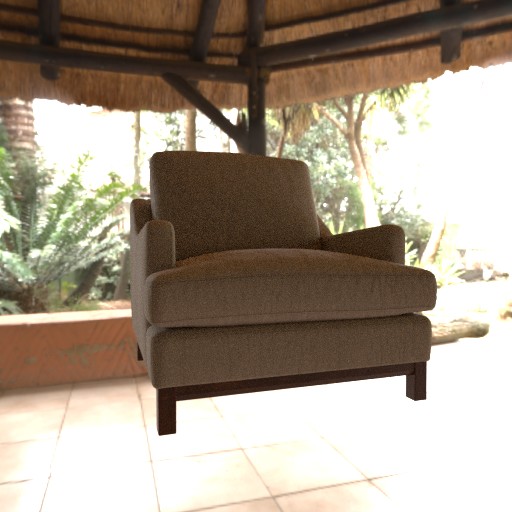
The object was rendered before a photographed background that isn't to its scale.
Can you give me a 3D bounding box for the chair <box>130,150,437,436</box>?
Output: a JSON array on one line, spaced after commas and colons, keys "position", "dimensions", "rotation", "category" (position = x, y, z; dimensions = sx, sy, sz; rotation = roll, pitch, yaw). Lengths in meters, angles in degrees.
[{"position": [0.000, 0.000, 1.721], "dimensions": [0.912, 0.916, 1.001], "rotation": [0, 1, -19], "category": "chair"}]
